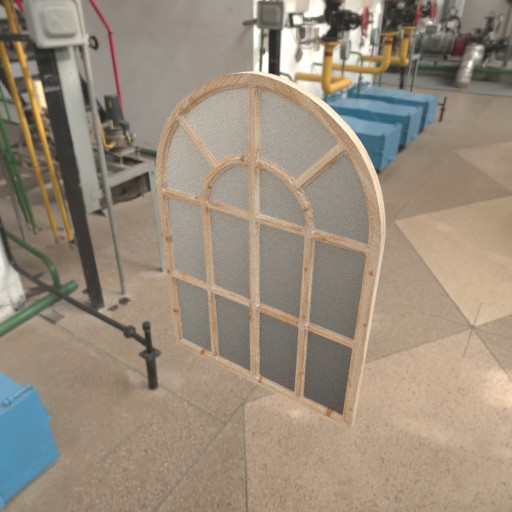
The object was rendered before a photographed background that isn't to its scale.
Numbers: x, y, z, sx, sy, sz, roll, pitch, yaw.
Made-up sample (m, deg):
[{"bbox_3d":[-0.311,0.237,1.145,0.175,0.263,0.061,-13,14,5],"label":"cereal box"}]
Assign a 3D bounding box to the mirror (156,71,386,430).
[{"bbox_3d":[0.000,0.000,1.189,0.660,0.920,0.032,18,35,28],"label":"mirror"}]
